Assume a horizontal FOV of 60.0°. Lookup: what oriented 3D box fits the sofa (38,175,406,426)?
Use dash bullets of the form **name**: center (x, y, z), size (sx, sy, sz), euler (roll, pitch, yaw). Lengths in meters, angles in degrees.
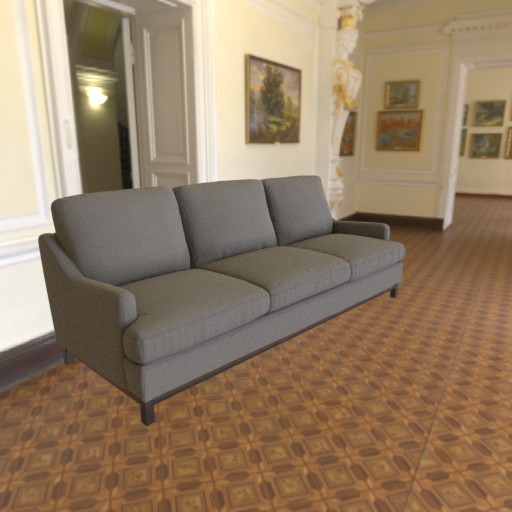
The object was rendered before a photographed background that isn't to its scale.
- **sofa**: center (0.000, 0.000, 2.876), size (0.987, 0.926, 2.344), euler (13, 19, 42)
